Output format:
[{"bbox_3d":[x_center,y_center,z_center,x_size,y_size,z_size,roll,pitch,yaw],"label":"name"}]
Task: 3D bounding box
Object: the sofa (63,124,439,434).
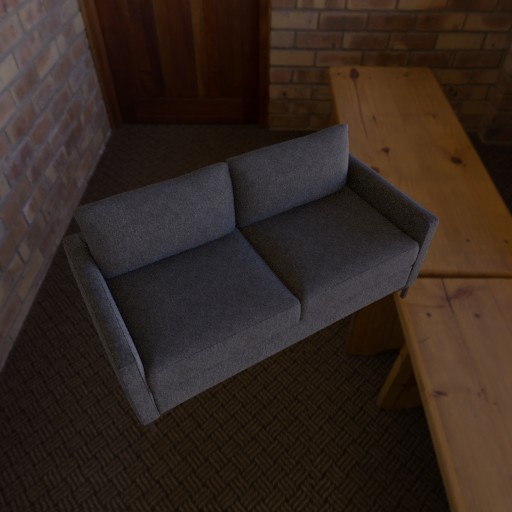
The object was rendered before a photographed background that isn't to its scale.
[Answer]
[{"bbox_3d":[0.000,0.000,2.327,1.716,0.862,0.866,-23,50,-21],"label":"sofa"}]
